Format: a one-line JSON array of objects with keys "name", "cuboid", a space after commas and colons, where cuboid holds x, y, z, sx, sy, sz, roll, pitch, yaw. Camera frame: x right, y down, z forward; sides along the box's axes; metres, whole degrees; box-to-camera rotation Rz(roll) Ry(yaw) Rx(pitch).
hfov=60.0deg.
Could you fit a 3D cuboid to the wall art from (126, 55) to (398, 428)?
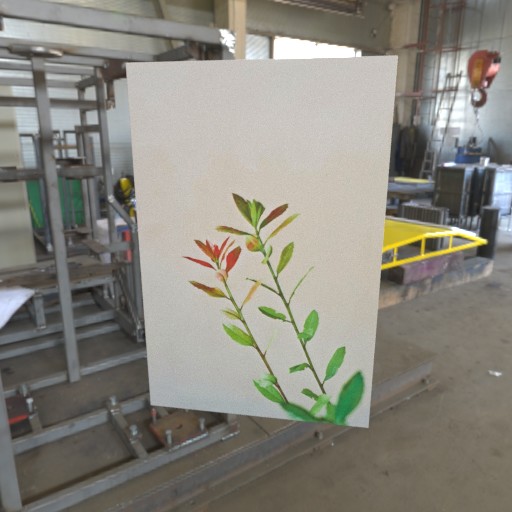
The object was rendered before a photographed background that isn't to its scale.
[{"name": "wall art", "cuboid": [0.000, 0.000, 1.400, 0.764, 1.143, 0.038, 3, 16, 9]}]
